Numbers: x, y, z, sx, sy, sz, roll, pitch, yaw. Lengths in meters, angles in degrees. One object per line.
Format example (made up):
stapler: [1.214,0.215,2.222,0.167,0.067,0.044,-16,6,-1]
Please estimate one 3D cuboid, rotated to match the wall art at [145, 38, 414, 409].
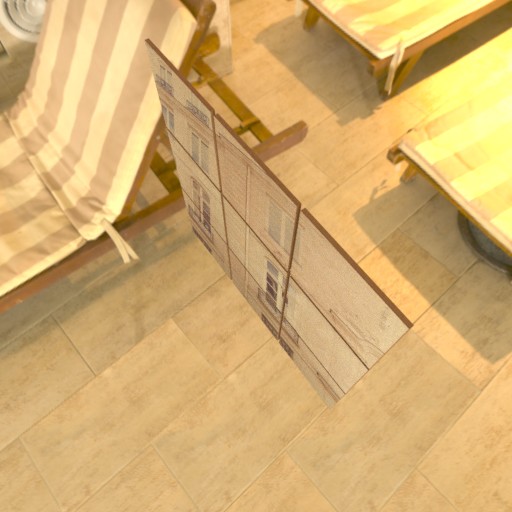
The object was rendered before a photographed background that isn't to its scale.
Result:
wall art: [0.000,0.000,1.332,0.018,0.913,0.915,-33,67,-16]
